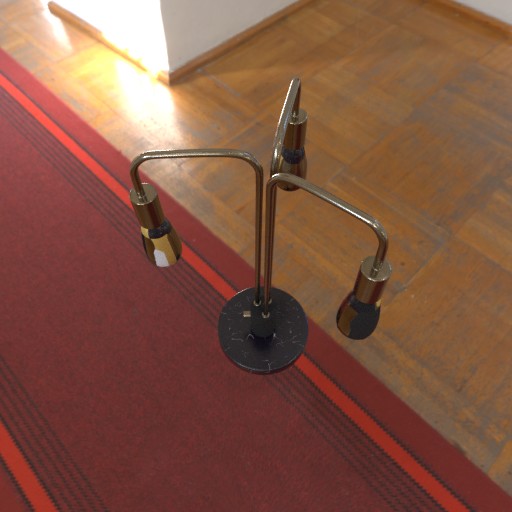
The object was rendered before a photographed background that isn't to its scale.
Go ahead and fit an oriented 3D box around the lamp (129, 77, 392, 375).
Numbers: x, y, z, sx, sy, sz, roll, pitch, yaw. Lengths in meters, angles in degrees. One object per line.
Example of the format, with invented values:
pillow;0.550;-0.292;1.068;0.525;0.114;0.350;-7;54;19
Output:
lamp;0.000;0.000;0.799;0.368;0.560;0.355;0;58;0
